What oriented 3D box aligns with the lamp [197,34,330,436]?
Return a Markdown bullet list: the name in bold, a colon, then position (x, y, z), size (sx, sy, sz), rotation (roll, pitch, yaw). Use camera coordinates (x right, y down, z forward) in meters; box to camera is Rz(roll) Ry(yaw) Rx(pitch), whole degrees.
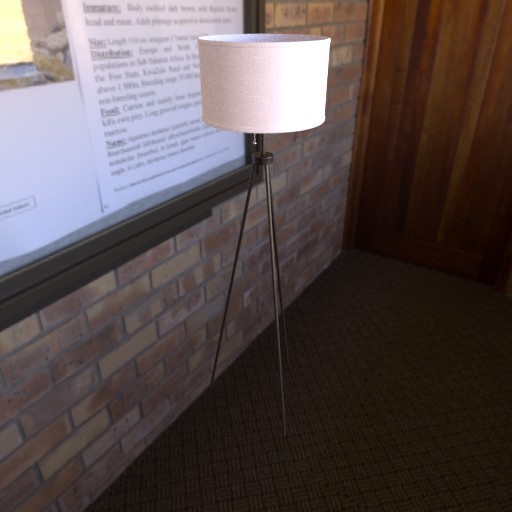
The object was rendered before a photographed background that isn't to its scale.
- **lamp**: position (0.000, 0.000, 1.745), size (0.458, 1.545, 0.448), rotation (1, 29, 1)
